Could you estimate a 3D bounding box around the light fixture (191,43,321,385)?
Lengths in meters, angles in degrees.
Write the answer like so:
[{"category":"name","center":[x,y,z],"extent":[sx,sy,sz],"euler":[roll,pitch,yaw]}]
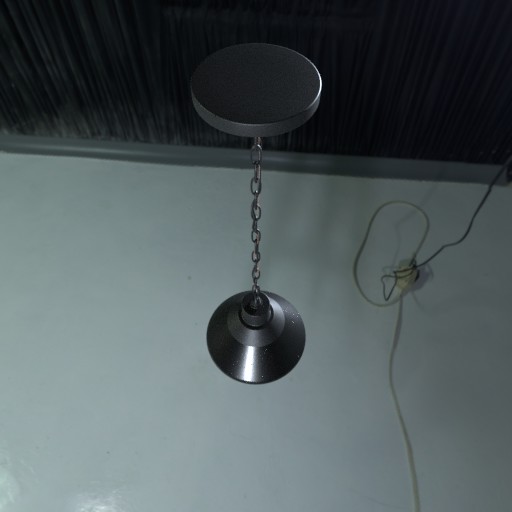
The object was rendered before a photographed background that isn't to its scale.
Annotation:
[{"category":"light fixture","center":[0.000,0.000,0.653],"extent":[0.201,0.588,0.201],"euler":[1,57,0]}]
